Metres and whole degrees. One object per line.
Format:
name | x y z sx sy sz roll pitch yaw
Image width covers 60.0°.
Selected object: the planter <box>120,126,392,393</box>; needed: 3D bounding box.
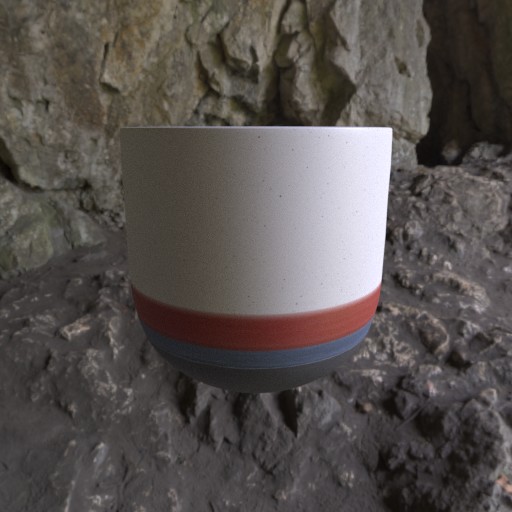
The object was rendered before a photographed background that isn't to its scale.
planter | 0.000 0.000 0.486 0.268 0.270 0.268 0 16 0
